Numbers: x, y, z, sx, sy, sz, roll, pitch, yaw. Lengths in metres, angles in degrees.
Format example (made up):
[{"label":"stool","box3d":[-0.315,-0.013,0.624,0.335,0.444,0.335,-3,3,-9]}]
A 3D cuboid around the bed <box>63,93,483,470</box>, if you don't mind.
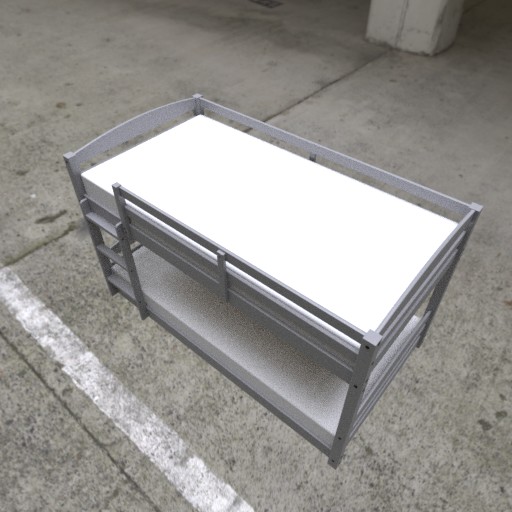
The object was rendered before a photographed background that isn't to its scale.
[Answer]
[{"label":"bed","box3d":[0.000,0.000,2.737,2.013,1.206,1.105,30,52,28]}]
